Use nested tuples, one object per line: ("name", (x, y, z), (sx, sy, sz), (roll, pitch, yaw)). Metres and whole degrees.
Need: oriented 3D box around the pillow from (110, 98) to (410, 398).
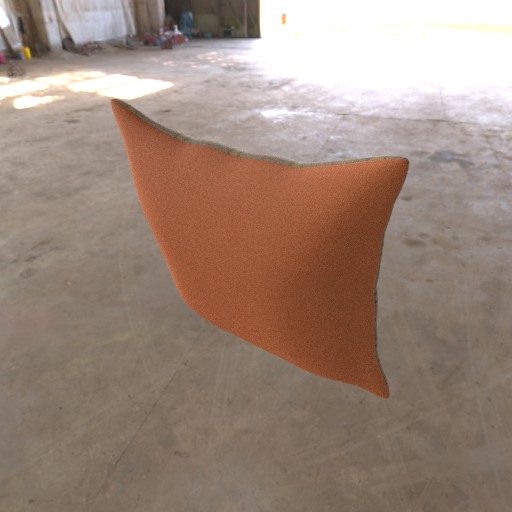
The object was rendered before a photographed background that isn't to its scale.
("pillow", (0.000, 0.000, 0.682), (0.453, 0.430, 0.200), (21, 36, 32))
